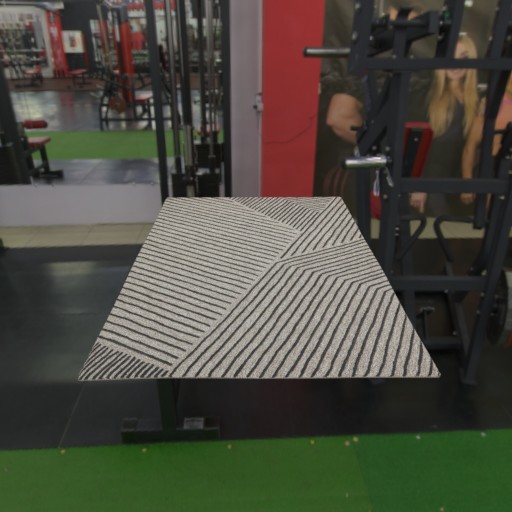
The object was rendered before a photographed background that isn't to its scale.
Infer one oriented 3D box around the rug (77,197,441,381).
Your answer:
[{"bbox_3d":[0.000,0.000,2.318,1.237,0.019,1.842,0,27,-1],"label":"rug"}]
